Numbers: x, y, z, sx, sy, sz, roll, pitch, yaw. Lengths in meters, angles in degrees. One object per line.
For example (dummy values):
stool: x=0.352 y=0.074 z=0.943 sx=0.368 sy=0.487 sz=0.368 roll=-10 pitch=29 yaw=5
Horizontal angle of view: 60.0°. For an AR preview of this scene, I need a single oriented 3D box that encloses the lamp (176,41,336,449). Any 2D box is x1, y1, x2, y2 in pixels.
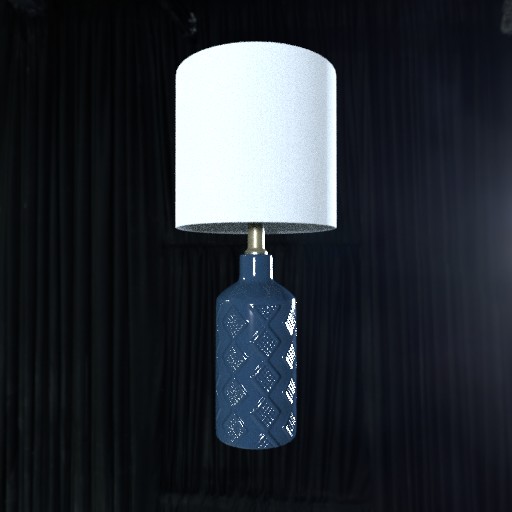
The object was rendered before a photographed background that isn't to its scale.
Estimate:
lamp: x=0.000 y=0.000 z=0.579 sx=0.207 sy=0.461 sz=0.207 roll=0 pitch=-1 yaw=1
